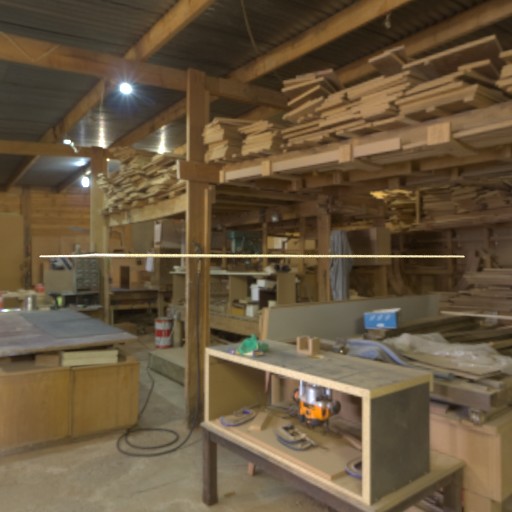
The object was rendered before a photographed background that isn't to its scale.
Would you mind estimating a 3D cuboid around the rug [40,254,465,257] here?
[{"bbox_3d":[0.000,0.000,2.291,1.825,0.015,1.232,0,0,-36],"label":"rug"}]
